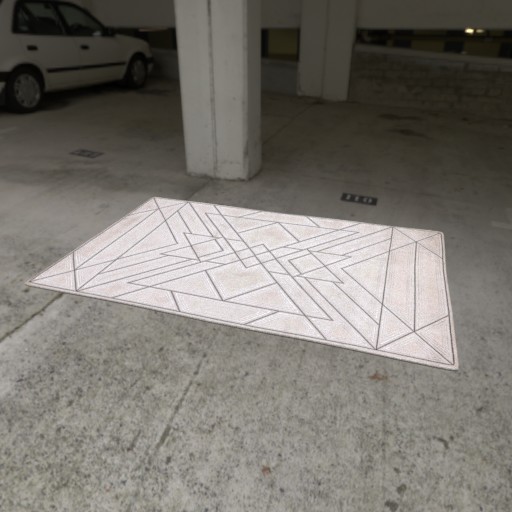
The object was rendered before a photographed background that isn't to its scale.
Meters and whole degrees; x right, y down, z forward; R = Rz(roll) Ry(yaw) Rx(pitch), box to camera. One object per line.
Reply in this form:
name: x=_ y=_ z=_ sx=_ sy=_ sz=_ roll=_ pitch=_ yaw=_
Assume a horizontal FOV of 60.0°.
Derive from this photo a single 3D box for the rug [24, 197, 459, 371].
rug: x=0.000 y=0.000 z=3.014 sx=2.459 sy=0.023 sz=1.575 roll=9 pitch=29 yaw=16
